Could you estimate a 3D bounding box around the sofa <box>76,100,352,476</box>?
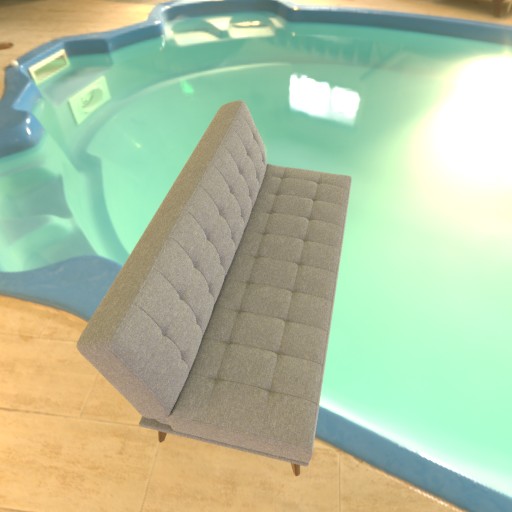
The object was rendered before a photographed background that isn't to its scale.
[{"bbox_3d":[0.000,0.000,2.291,0.860,0.810,1.800,10,46,9],"label":"sofa"}]
